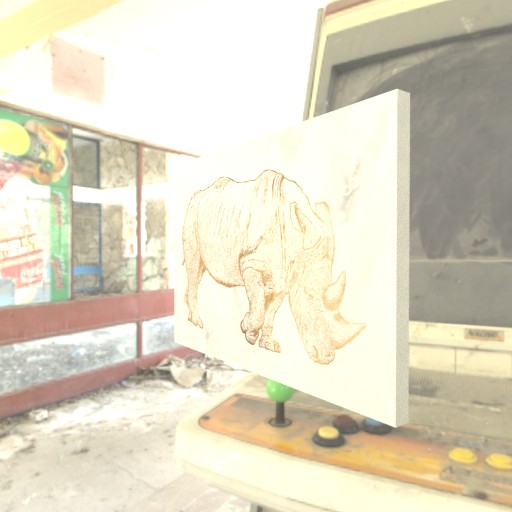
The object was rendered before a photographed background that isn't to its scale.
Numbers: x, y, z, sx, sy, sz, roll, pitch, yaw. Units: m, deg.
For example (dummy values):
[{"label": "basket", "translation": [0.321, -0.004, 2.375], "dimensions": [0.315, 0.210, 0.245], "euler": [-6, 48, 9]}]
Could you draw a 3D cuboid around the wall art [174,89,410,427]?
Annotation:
[{"label": "wall art", "translation": [0.000, 0.000, 1.179], "dimensions": [0.038, 0.610, 0.915], "euler": [-1, 1, -36]}]
